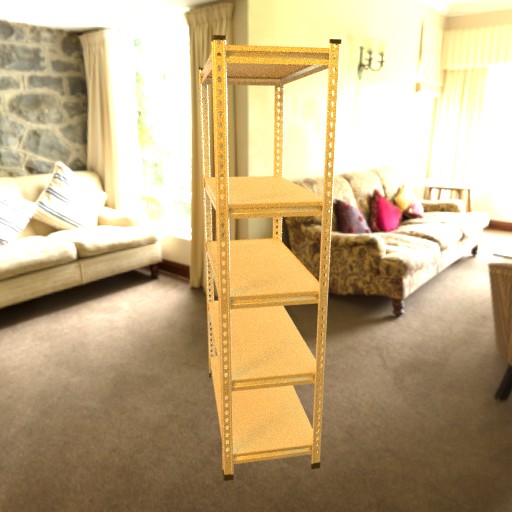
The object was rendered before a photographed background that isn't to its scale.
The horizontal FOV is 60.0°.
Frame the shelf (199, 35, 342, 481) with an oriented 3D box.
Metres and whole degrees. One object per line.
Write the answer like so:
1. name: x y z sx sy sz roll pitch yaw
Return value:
1. shelf: 0.000 0.000 2.208 0.457 1.829 0.914 -3 17 -10
